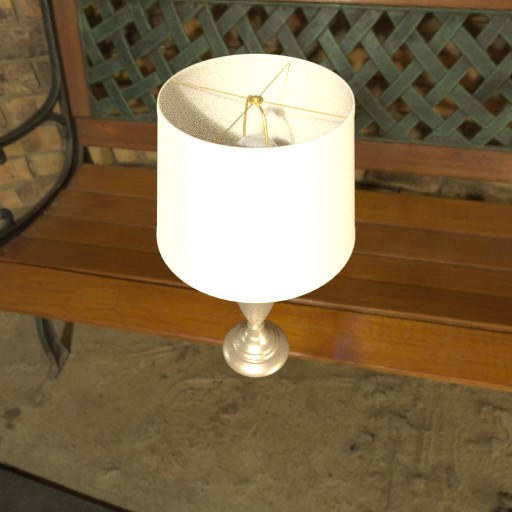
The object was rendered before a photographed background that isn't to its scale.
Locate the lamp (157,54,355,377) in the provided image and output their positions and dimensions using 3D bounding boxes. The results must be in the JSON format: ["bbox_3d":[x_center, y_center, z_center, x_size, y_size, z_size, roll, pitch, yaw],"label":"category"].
[{"bbox_3d":[0.000,0.000,0.798,0.328,0.612,0.328,0,47,0],"label":"lamp"}]
